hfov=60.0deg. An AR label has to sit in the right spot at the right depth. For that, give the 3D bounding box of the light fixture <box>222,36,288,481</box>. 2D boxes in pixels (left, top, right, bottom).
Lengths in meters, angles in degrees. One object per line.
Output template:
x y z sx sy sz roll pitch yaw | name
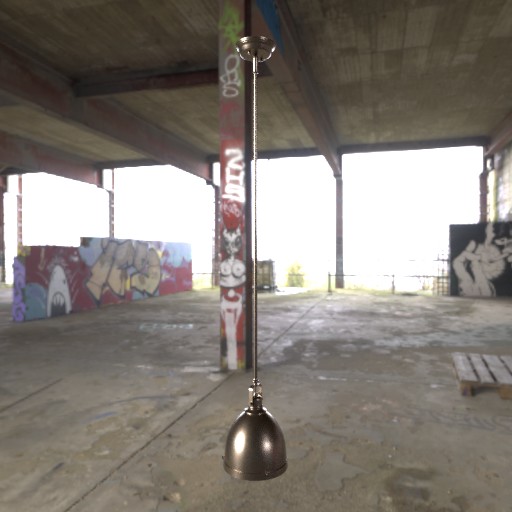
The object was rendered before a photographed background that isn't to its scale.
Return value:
0.000 0.000 1.450 0.211 1.367 0.217 0 1 36 | light fixture
